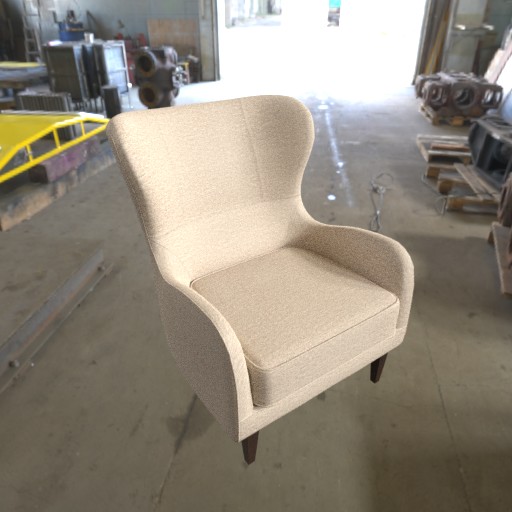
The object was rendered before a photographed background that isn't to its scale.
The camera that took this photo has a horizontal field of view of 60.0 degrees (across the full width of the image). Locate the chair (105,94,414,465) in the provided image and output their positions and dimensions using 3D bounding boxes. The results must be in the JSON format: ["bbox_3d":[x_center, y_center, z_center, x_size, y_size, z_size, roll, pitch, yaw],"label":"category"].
[{"bbox_3d":[0.000,0.000,1.767,0.861,1.064,0.984,-20,35,-31],"label":"chair"}]
